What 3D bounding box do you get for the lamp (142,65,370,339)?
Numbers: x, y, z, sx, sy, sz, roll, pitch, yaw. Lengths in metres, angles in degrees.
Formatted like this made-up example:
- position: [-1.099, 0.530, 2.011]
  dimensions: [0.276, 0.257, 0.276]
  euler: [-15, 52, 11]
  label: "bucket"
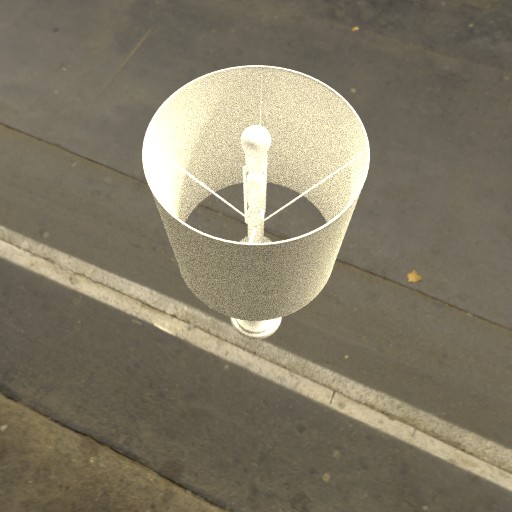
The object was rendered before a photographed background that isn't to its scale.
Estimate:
- position: [0.000, 0.000, 0.738]
  dimensions: [0.250, 0.597, 0.250]
  euler: [3, 64, 1]
  label: "lamp"
